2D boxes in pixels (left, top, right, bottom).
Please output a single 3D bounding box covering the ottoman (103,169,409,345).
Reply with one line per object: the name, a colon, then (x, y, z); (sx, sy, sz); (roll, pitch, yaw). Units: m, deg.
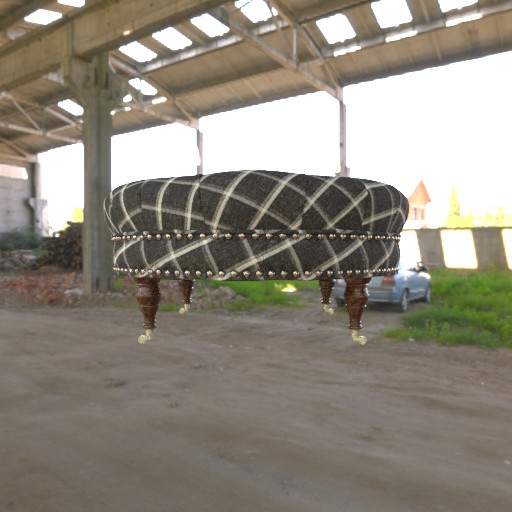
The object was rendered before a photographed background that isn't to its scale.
ottoman: (0.000, 0.000, 1.380); (0.901, 0.439, 0.901); (0, 1, 0)
